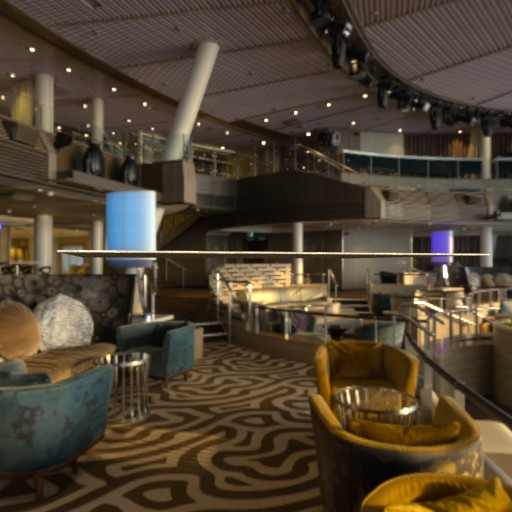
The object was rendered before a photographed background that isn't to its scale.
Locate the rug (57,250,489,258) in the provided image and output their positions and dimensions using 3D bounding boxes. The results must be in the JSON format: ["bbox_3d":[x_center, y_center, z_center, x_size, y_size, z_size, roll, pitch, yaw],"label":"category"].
[{"bbox_3d":[0.000,0.000,4.384,3.353,0.013,2.438,0,-1,-18],"label":"rug"}]
